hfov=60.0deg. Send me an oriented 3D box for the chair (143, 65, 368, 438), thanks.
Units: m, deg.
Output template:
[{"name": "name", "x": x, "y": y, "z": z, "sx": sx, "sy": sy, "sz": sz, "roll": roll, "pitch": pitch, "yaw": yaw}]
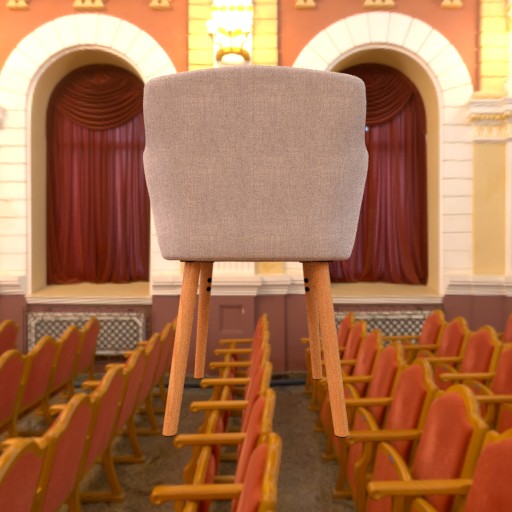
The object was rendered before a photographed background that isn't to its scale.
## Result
[{"name": "chair", "x": 0.000, "y": 0.000, "z": 1.153, "sx": 0.570, "sy": 0.780, "sz": 0.540, "roll": 0, "pitch": 0, "yaw": 1}]
